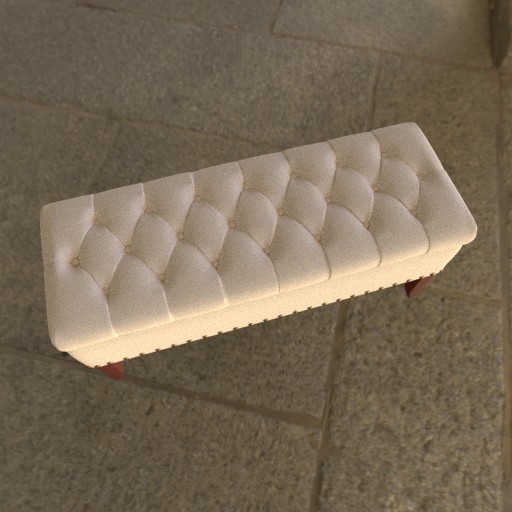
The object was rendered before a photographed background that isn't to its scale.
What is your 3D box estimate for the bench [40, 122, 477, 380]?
[{"bbox_3d":[0.000,0.000,1.303,1.054,0.470,0.400,-14,64,-7],"label":"bench"}]
